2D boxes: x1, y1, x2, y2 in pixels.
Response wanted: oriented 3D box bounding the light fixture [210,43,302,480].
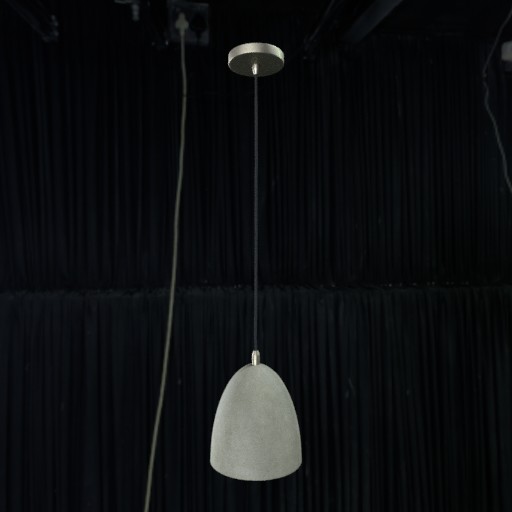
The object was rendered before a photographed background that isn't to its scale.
[{"bbox_3d":[0.000,0.000,0.837,0.170,0.759,0.170,0,-1,-18],"label":"light fixture"}]
